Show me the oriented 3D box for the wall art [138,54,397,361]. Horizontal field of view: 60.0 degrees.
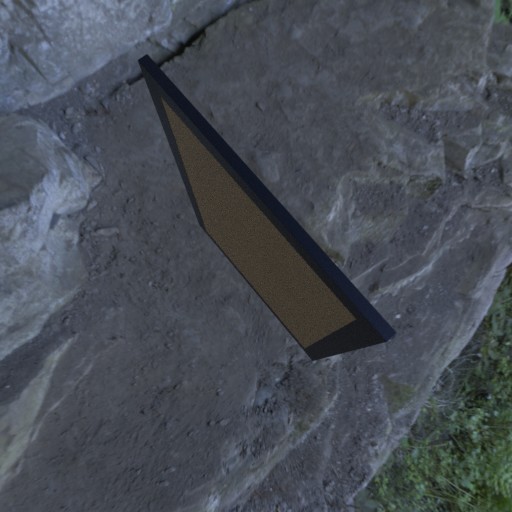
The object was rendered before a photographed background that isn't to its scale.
[{"bbox_3d":[0.000,0.000,0.690,0.013,0.534,0.381,-38,78,-10],"label":"wall art"}]
